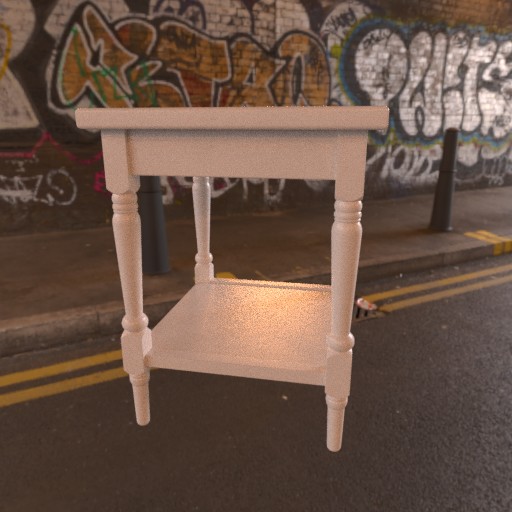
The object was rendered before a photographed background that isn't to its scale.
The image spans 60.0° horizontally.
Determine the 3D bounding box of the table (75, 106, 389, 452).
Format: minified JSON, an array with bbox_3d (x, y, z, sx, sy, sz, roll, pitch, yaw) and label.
[{"bbox_3d":[0.000,0.000,0.913,0.442,0.565,0.488,3,17,11],"label":"table"}]
